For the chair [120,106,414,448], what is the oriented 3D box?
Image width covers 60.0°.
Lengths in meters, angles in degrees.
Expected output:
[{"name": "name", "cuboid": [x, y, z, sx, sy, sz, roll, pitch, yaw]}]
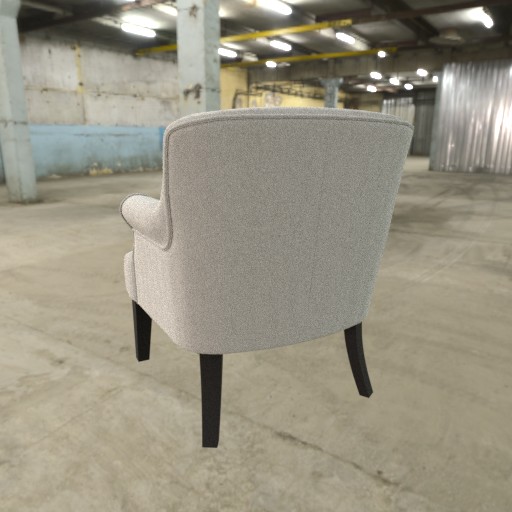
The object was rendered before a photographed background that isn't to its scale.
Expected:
[{"name": "chair", "cuboid": [0.000, 0.000, 1.442, 0.781, 0.875, 0.750, -7, 16, -26]}]
